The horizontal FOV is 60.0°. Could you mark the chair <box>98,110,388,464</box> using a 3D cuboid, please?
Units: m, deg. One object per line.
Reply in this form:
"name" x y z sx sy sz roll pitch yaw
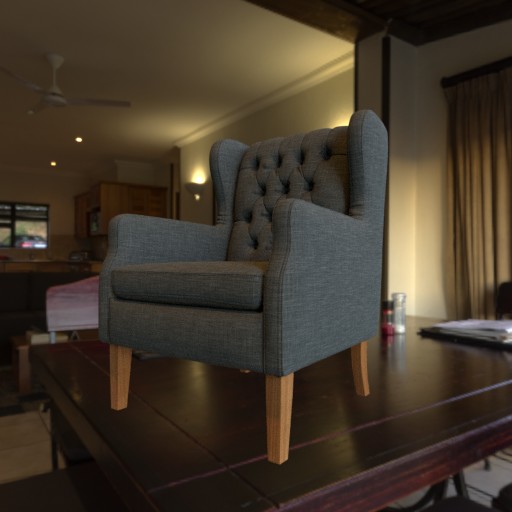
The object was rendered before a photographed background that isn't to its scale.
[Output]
"chair" 0.000 0.000 1.467 0.711 0.953 0.775 0 0 37
